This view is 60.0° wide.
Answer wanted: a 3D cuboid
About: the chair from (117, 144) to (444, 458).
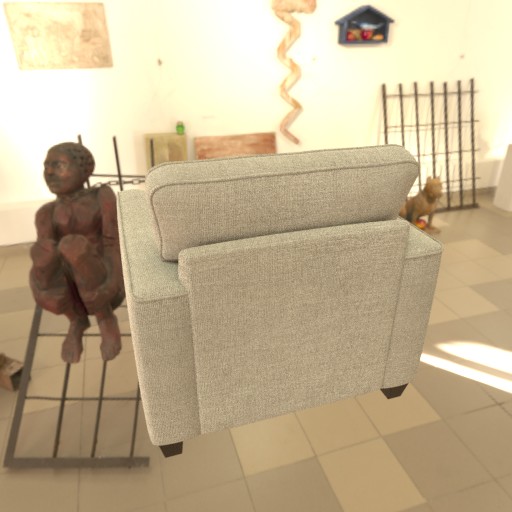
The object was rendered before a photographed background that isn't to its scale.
[{"bbox_3d":[0.000,0.000,1.752,1.015,0.965,0.939,-8,28,-16],"label":"chair"}]
